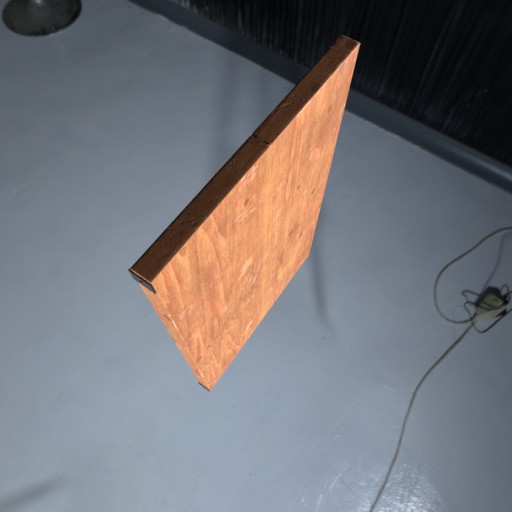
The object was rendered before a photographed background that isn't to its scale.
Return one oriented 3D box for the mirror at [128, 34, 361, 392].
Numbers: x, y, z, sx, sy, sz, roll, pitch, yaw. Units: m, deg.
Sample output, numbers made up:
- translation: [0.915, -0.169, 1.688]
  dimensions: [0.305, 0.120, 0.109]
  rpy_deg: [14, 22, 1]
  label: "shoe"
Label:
- translation: [0.000, 0.000, 0.967]
  dimensions: [0.053, 0.761, 0.517]
  rpy_deg: [32, 68, 15]
  label: "mirror"
